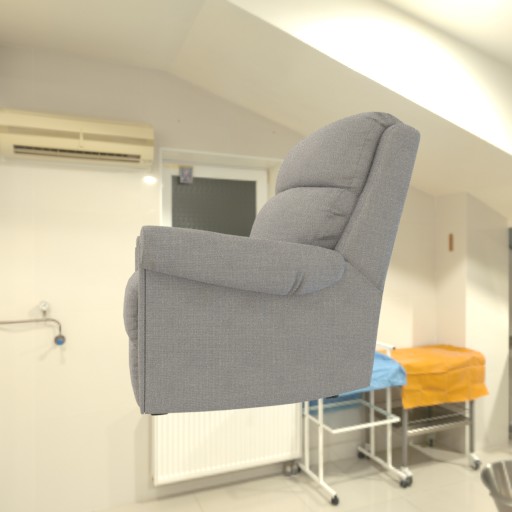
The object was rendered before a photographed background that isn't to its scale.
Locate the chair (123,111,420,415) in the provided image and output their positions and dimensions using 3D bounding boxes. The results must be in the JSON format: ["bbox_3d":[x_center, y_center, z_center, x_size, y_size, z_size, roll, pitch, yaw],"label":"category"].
[{"bbox_3d":[0.000,0.000,1.771,1.014,1.054,0.838,0,0,-16],"label":"chair"}]
